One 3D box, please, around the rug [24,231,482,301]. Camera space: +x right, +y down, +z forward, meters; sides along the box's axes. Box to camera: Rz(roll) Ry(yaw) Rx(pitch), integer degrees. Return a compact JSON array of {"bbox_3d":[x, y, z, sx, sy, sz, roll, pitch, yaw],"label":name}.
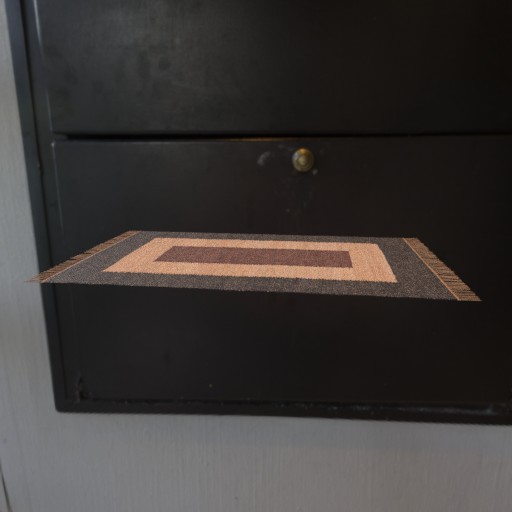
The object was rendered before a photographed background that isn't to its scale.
[{"bbox_3d":[0.000,0.000,1.898,1.541,0.013,0.920,2,15,7],"label":"rug"}]
